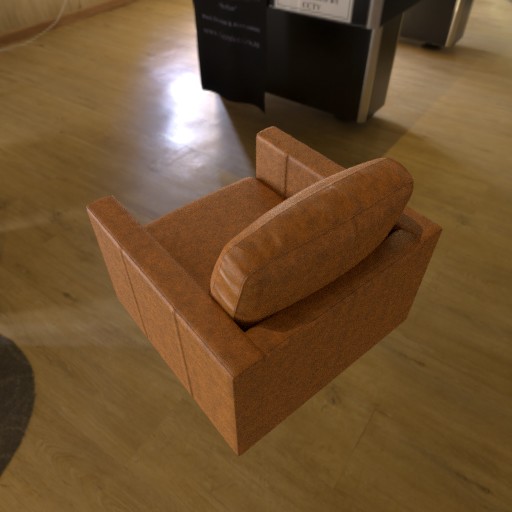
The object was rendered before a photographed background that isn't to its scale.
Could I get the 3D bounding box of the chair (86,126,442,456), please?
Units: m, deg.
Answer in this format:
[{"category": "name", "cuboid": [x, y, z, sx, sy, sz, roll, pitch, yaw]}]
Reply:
[{"category": "chair", "cuboid": [0.000, 0.000, 1.684, 0.890, 0.956, 0.909, -30, 53, -26]}]
